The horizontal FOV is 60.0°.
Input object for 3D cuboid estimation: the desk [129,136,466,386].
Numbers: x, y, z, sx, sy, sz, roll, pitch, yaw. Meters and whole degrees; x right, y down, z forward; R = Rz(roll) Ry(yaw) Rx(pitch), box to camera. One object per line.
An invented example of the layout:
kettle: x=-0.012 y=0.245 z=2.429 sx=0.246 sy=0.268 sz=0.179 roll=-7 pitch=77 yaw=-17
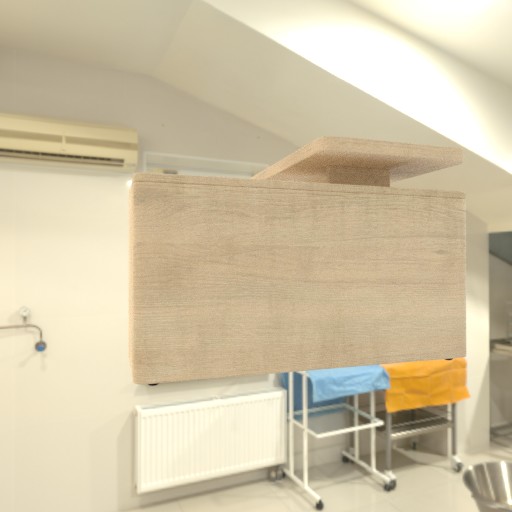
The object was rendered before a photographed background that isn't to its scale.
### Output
desk: x=0.000 y=0.000 z=2.089 sx=1.175 sy=0.770 sz=1.400 roll=0 pitch=0 yaw=-18
